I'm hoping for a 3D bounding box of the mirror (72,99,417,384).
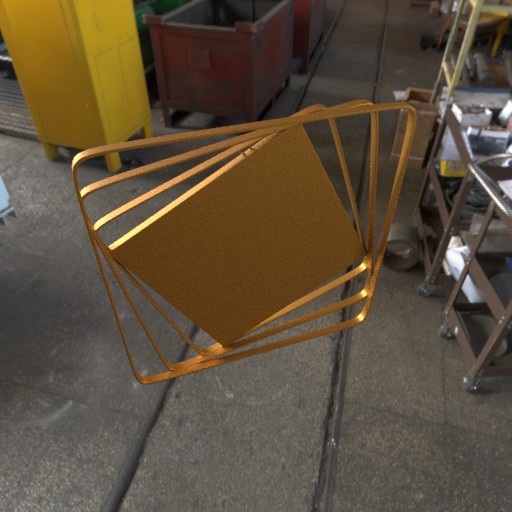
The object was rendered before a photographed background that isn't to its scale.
[{"bbox_3d":[0.000,0.000,0.716,0.470,0.468,0.045,-13,43,-14],"label":"mirror"}]
